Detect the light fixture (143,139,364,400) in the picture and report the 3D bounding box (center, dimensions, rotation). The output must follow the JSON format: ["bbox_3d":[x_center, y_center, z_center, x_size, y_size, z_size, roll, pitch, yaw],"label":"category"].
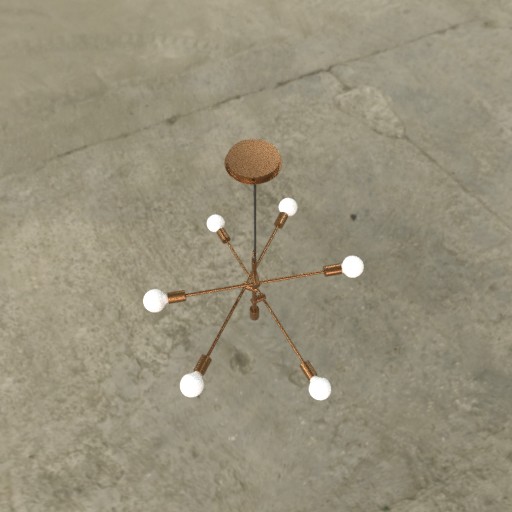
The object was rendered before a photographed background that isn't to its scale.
[{"bbox_3d":[0.000,0.000,1.235,0.637,0.744,0.682,0,58,0],"label":"light fixture"}]
